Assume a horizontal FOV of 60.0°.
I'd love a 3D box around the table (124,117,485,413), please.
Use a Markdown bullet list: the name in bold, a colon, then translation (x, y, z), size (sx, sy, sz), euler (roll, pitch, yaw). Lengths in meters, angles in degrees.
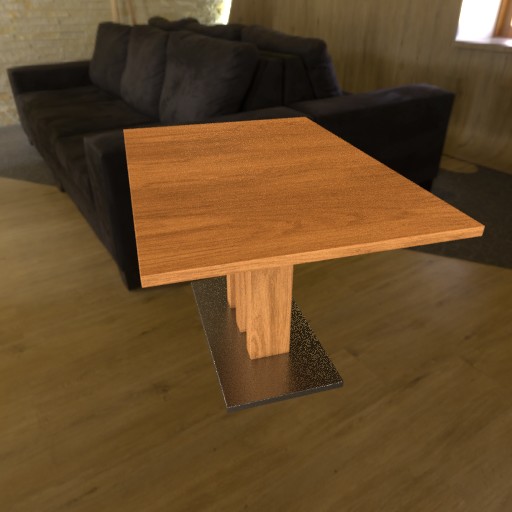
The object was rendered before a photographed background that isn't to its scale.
- **table**: translation (0.000, 0.000, 1.810), size (0.900, 0.770, 1.300), euler (-8, 31, -14)
